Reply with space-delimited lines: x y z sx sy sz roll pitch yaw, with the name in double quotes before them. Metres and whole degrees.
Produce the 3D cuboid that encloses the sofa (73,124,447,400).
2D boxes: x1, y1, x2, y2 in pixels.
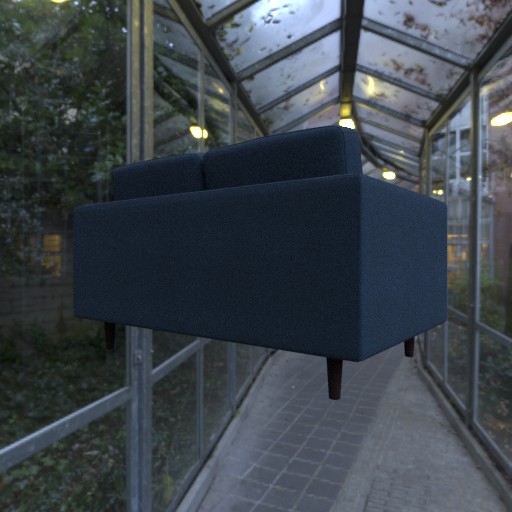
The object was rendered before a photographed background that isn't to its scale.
"sofa" 0.000 0.000 2.126 1.518 0.930 0.999 0 0 37
